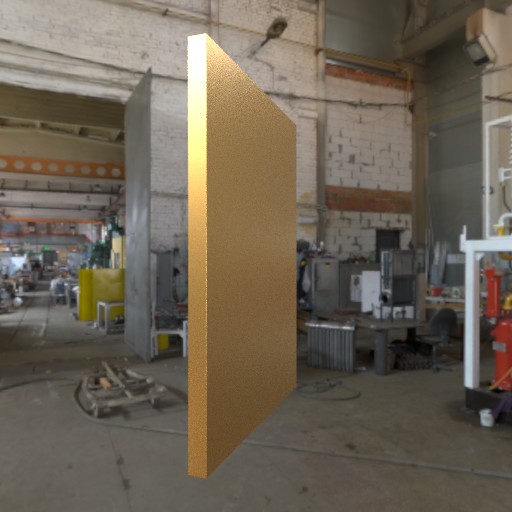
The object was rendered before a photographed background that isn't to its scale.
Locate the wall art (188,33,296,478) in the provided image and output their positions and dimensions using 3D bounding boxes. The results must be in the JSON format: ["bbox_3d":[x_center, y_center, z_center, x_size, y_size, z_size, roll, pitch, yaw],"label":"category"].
[{"bbox_3d":[0.000,0.000,1.099,0.038,0.812,0.610,0,0,21],"label":"wall art"}]
